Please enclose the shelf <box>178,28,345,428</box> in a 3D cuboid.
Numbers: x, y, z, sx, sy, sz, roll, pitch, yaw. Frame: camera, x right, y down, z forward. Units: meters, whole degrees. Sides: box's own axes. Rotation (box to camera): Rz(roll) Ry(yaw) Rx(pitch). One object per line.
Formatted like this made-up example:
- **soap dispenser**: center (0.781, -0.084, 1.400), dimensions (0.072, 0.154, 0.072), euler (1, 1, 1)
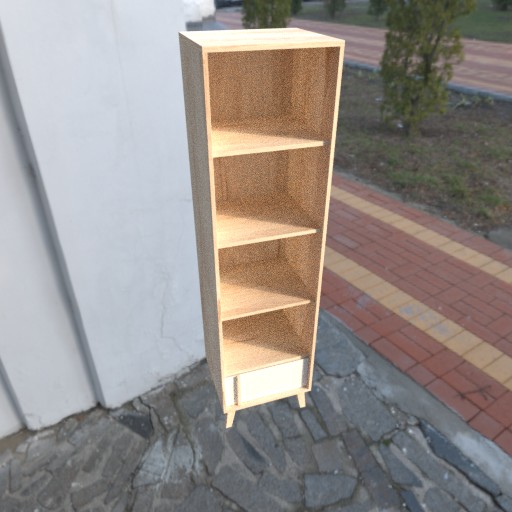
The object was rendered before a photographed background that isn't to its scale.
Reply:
- **shelf**: center (0.000, 0.000, 2.191), dimensions (0.510, 1.960, 0.450), euler (-10, 34, -15)
